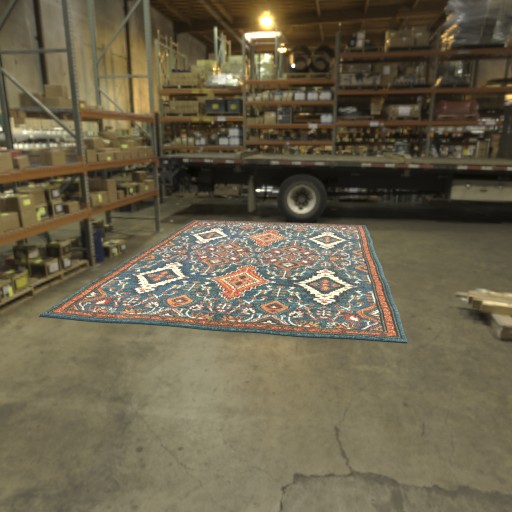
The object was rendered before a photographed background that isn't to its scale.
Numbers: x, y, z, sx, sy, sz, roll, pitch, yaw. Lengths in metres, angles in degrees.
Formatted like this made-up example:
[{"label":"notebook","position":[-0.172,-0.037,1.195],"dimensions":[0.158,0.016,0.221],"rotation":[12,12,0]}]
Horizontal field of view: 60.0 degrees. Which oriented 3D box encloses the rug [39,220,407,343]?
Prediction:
[{"label":"rug","position":[0.000,0.000,2.990],"dimensions":[1.622,0.009,2.373],"rotation":[3,16,9]}]
